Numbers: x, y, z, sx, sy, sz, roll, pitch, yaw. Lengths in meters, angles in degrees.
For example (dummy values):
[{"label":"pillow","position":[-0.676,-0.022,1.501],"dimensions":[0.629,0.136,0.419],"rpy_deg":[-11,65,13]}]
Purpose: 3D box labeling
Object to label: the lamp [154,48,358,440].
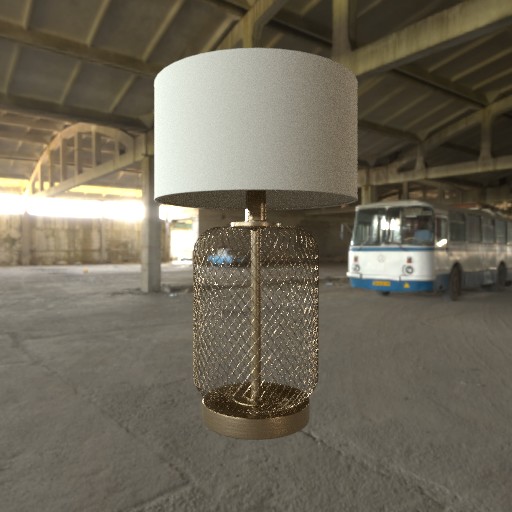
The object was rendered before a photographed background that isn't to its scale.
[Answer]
[{"label":"lamp","position":[0.000,0.000,0.790],"dimensions":[0.353,0.578,0.353],"rpy_deg":[0,1,0]}]
